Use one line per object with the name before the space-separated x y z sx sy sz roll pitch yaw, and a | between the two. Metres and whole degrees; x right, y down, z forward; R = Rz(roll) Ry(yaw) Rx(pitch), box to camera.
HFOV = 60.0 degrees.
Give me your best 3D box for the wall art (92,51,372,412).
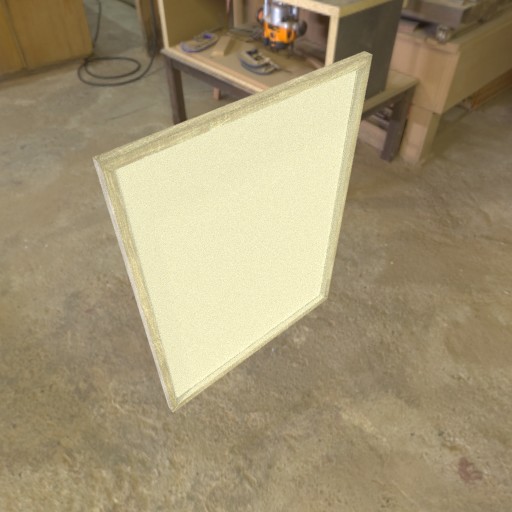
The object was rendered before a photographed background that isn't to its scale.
wall art | 0.000 0.000 1.362 0.781 1.022 0.035 -32 53 -27
